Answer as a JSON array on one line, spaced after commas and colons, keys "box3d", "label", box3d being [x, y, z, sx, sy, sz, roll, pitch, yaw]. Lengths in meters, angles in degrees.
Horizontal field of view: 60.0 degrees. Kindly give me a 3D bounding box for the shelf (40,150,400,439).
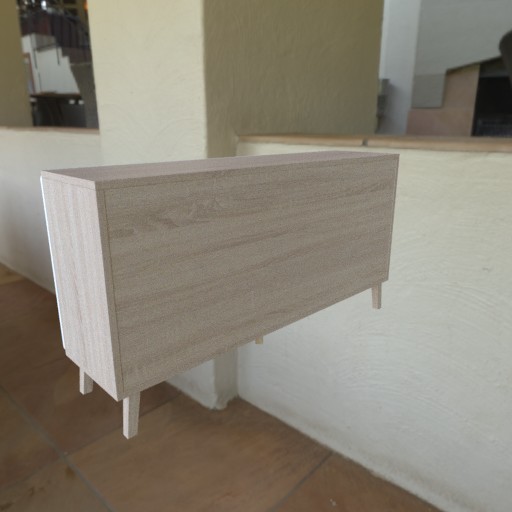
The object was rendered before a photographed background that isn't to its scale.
[{"box3d": [0.000, 0.000, 1.838, 1.490, 0.780, 0.400, -15, 23, -42], "label": "shelf"}]
